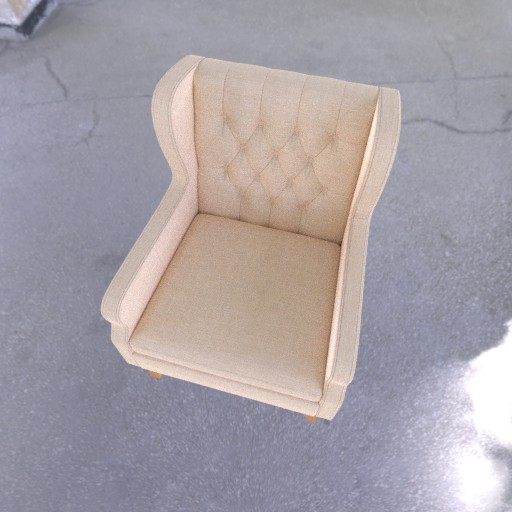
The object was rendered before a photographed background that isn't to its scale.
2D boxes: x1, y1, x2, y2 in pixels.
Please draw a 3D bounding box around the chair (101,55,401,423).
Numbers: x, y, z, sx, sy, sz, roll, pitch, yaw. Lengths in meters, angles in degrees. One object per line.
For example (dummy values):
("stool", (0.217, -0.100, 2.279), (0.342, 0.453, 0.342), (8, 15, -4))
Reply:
("chair", (0.000, 0.000, 1.438), (0.710, 0.930, 0.760), (13, 58, 8))
